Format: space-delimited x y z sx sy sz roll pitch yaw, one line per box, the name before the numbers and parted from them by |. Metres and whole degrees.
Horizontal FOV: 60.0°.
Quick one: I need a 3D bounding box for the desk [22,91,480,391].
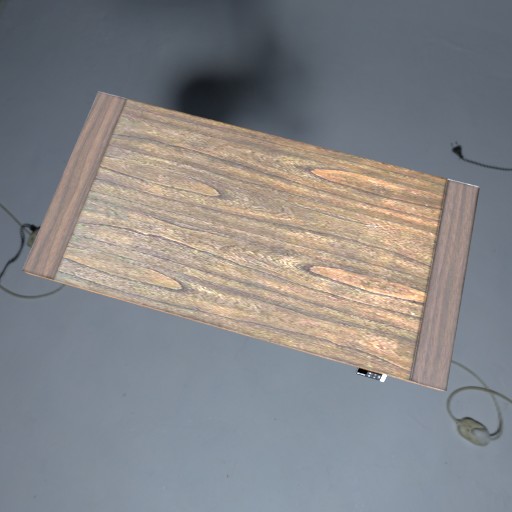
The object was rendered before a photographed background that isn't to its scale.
desk | 0.000 0.000 1.968 1.543 0.725 0.784 15 76 4
